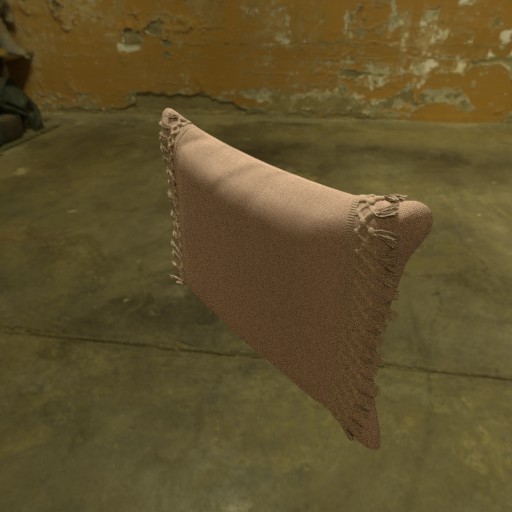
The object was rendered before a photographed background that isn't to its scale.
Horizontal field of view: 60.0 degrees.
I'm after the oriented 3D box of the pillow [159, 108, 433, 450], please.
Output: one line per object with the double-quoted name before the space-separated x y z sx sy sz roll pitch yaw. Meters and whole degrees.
"pillow" 0.000 0.000 0.580 0.084 0.305 0.466 -20 36 -31
